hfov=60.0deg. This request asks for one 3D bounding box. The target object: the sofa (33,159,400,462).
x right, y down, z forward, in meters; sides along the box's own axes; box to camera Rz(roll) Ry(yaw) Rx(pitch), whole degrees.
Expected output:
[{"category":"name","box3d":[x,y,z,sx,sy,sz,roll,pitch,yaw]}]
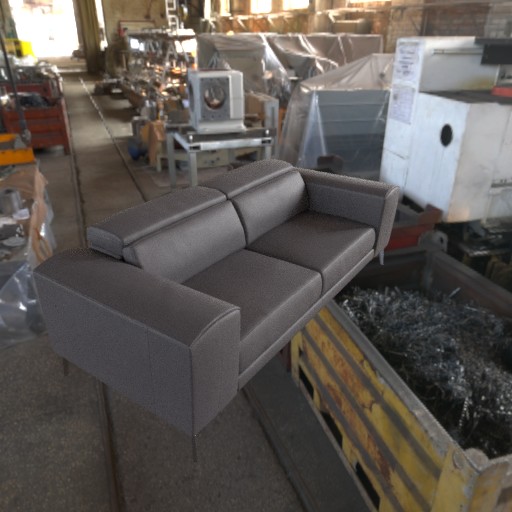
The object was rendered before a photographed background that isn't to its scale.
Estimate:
[{"category":"sofa","box3d":[0.000,0.000,2.814,1.048,0.814,2.330,17,31,31]}]
